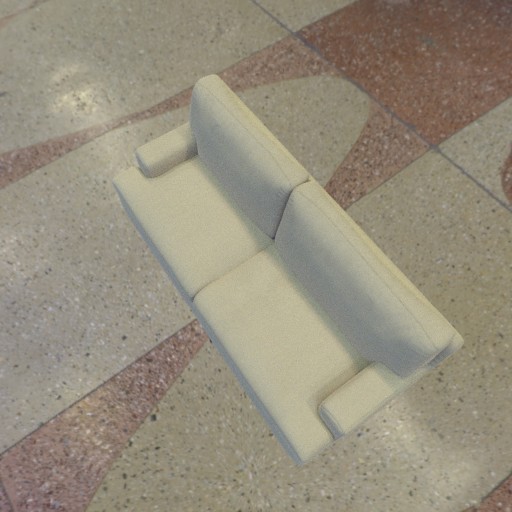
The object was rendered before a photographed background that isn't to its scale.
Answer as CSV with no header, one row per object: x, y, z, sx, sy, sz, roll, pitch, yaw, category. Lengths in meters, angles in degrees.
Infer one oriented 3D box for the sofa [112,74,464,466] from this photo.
0.000,0.000,2.617,0.929,0.925,2.147,-32,67,-15,sofa
